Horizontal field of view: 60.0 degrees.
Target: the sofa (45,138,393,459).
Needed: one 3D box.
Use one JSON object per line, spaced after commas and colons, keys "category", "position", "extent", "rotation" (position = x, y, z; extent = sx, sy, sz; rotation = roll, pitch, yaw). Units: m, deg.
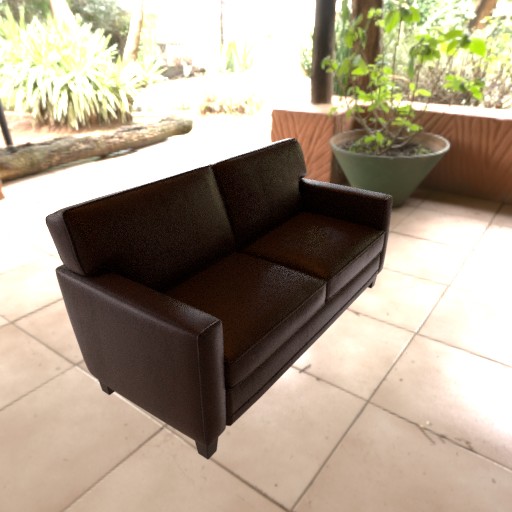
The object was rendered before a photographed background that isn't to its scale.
{"category": "sofa", "position": [0.000, 0.000, 2.412], "extent": [0.912, 0.928, 1.876], "rotation": [17, 31, 31]}
